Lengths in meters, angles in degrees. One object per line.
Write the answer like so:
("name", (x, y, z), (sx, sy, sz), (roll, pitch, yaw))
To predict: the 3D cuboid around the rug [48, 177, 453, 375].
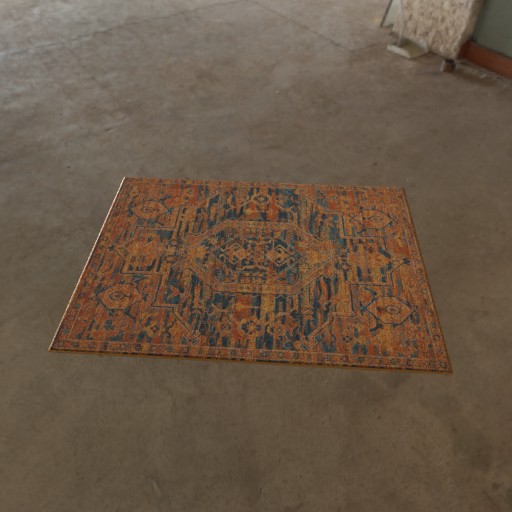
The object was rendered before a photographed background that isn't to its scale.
("rug", (0.000, 0.000, 2.942), (2.204, 0.024, 1.588), (3, 47, 2))
